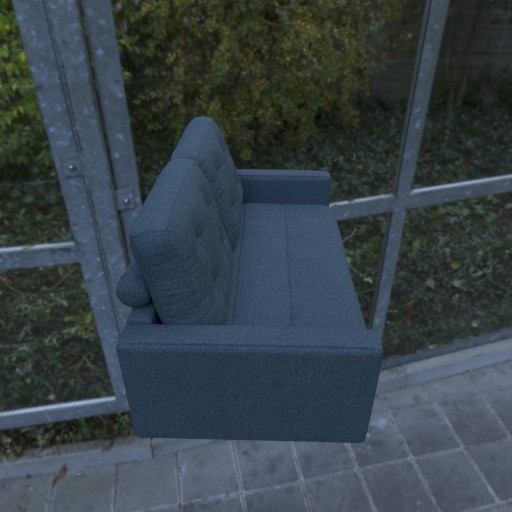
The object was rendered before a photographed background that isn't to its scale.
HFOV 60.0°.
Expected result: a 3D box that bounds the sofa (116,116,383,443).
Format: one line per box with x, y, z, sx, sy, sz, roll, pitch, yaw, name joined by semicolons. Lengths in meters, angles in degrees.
0.000;0.000;1.927;0.842;0.907;1.407;1;32;1;sofa
